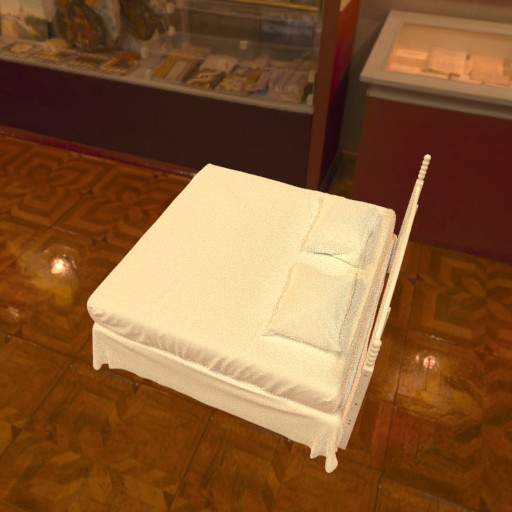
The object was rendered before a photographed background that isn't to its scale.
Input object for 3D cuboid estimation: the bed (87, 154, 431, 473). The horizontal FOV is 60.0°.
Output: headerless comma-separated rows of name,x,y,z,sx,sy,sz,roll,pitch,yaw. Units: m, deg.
bed,0.000,0.000,3.644,2.219,1.355,2.322,17,48,16
